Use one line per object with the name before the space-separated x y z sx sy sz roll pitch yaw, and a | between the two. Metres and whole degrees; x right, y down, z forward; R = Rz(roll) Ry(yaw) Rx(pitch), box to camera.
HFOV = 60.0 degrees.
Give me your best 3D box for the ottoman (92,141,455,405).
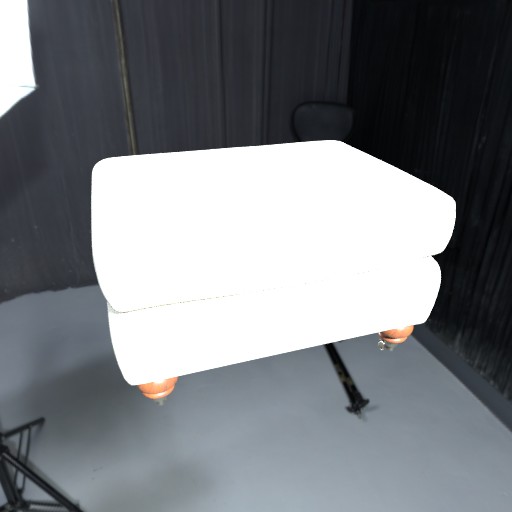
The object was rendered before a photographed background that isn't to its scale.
ottoman | 0.000 0.000 1.169 0.773 0.499 0.569 -9 29 -16
